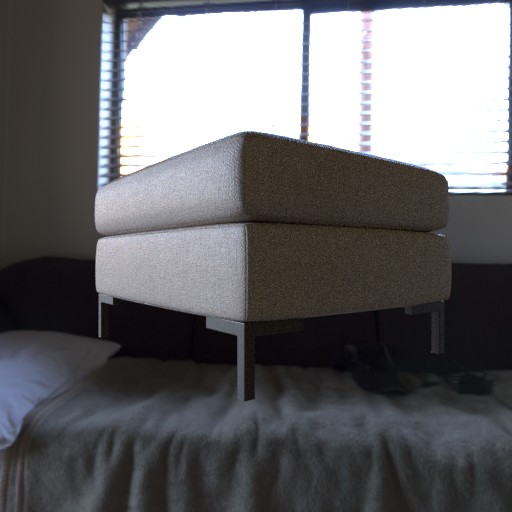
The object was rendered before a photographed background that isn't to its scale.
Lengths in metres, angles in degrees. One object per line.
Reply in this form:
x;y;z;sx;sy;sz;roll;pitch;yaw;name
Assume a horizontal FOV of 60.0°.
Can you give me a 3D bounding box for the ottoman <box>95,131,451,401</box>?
0.000;0.000;1.236;0.671;0.490;0.820;0;0;-37;ottoman
